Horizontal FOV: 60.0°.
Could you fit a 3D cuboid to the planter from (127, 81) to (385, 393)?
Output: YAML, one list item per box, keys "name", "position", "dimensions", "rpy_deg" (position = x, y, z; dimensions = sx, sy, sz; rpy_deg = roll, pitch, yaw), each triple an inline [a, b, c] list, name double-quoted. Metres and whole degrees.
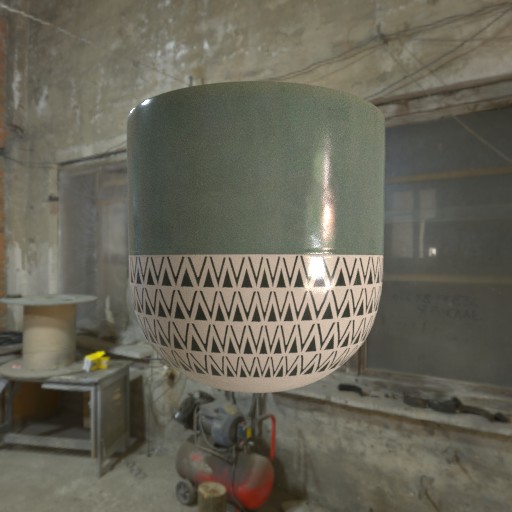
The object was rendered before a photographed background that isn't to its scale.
- name: "planter"
  position: [0.000, 0.000, 0.474]
  dimensions: [0.266, 0.270, 0.266]
  rpy_deg: [0, 0, 0]
